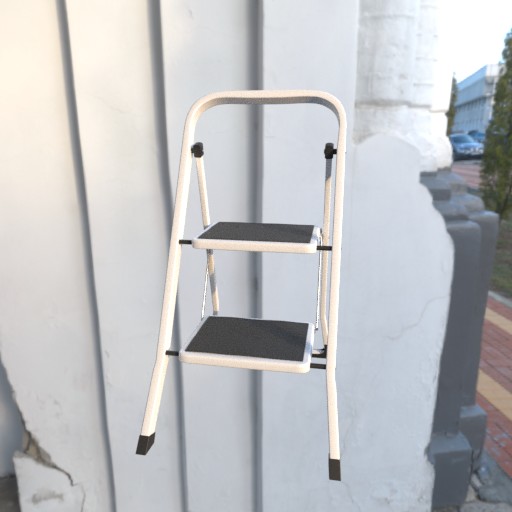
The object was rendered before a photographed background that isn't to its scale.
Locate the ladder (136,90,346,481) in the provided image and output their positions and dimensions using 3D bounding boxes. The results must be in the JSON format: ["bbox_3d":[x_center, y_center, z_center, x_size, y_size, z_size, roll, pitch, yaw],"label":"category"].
[{"bbox_3d":[0.000,0.000,1.117,0.460,0.810,0.544,3,16,10],"label":"ladder"}]
